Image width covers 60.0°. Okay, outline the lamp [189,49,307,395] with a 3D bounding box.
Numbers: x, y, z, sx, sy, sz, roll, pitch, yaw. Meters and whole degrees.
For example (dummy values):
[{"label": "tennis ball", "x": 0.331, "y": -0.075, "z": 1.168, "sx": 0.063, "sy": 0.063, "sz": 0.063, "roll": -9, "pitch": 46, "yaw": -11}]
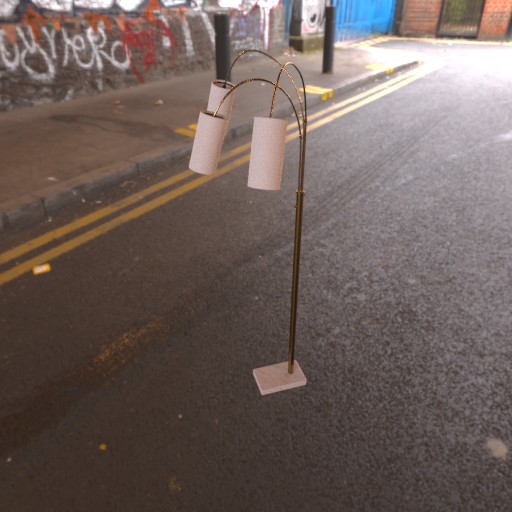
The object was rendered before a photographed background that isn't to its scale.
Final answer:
[{"label": "lamp", "x": 0.000, "y": 0.000, "z": 2.484, "sx": 0.667, "sy": 2.055, "sz": 1.020, "roll": -9, "pitch": 32, "yaw": -15}]
